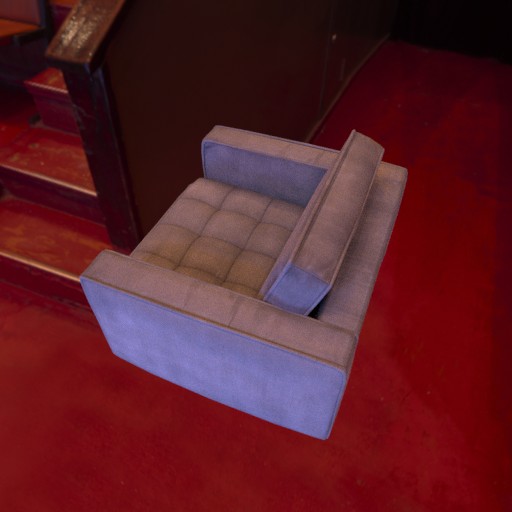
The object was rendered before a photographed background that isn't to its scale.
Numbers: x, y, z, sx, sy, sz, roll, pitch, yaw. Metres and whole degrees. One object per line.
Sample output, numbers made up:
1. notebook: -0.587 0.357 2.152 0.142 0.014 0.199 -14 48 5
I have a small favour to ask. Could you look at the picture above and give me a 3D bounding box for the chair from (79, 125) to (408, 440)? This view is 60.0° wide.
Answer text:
1. chair: 0.000 0.000 1.570 0.843 0.773 0.928 17 49 15
